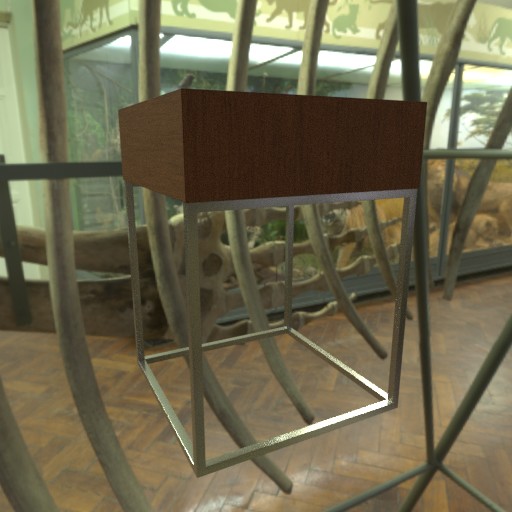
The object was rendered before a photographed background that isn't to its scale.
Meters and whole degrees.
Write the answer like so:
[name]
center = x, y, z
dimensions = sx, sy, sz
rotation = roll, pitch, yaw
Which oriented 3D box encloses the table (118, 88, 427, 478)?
[table]
center = 0.000, 0.000, 0.842
dimensions = 0.398, 0.540, 0.397
rotation = -7, 16, -26
